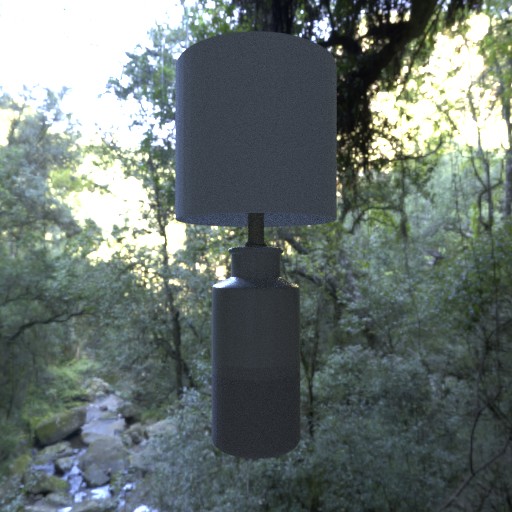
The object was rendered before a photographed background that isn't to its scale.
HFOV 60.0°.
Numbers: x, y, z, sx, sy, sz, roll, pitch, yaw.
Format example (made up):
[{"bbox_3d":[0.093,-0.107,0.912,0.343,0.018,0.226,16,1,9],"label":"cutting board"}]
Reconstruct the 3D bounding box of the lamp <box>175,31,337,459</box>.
[{"bbox_3d":[0.000,0.000,0.591,0.212,0.493,0.212,0,-1,1],"label":"lamp"}]
